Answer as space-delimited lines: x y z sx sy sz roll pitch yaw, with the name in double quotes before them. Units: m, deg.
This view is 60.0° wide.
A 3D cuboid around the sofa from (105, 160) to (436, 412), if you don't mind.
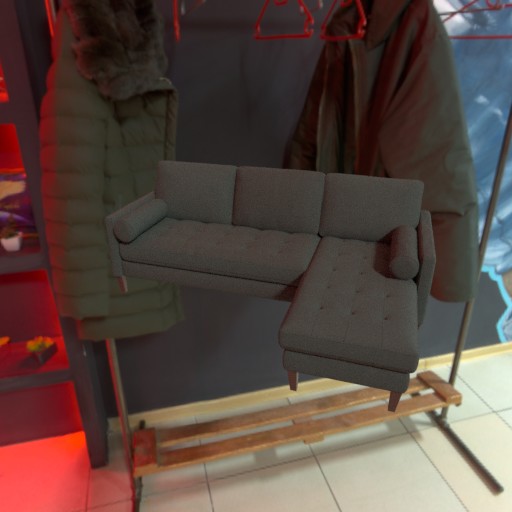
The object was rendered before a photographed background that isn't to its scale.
"sofa" 0.000 0.000 2.911 2.178 0.876 1.506 8 27 16
